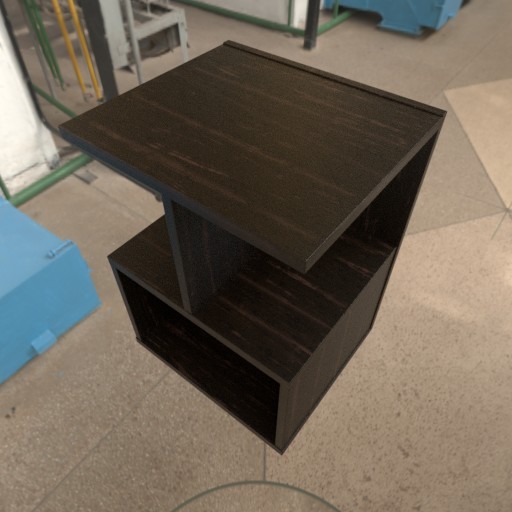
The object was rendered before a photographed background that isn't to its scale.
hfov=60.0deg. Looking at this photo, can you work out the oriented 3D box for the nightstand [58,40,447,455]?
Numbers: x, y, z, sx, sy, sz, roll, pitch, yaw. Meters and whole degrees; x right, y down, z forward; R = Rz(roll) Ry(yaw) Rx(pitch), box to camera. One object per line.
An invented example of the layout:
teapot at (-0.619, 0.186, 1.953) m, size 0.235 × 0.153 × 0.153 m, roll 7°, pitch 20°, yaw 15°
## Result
nightstand at (0.000, 0.000, 0.811) m, size 0.400 × 0.559 × 0.356 m, roll 30°, pitch 54°, yaw 25°
